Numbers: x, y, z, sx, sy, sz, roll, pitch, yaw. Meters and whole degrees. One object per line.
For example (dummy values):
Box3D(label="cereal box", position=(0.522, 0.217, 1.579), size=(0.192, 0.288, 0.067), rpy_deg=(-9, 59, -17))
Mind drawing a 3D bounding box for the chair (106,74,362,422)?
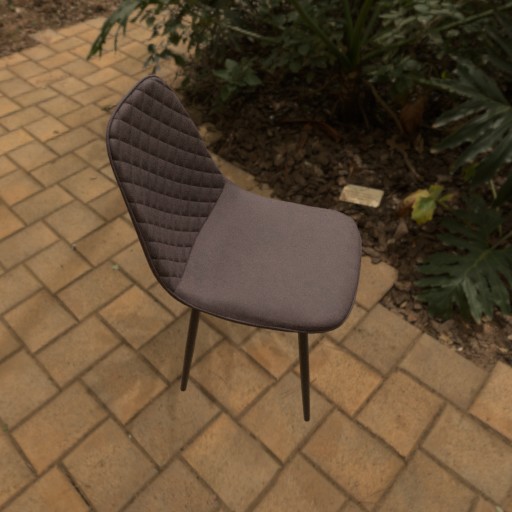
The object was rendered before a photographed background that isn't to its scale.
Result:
Box3D(label="chair", position=(0.000, 0.000, 1.212), size=(0.561, 0.889, 0.472), rpy_deg=(11, 49, 9))
